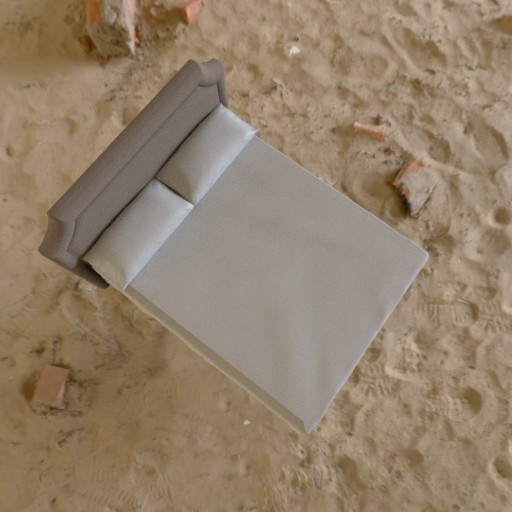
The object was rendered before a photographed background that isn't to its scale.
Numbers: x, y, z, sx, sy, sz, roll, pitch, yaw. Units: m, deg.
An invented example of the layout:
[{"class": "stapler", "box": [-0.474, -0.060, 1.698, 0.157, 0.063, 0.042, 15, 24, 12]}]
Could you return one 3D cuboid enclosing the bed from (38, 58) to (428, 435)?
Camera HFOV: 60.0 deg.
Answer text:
[{"class": "bed", "box": [0.000, 0.000, 3.257, 2.164, 1.303, 1.828, 36, 78, 9]}]
